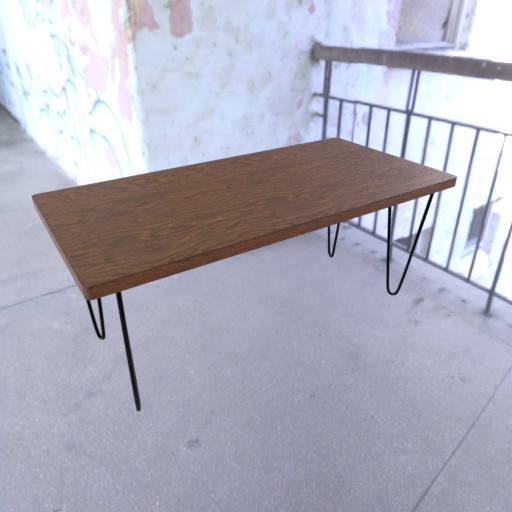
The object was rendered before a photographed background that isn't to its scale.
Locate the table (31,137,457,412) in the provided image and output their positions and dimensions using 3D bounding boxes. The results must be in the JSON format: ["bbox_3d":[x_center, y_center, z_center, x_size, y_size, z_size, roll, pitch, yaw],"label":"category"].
[{"bbox_3d":[0.000,0.000,2.238,1.791,0.753,0.883,-18,34,-28],"label":"table"}]
